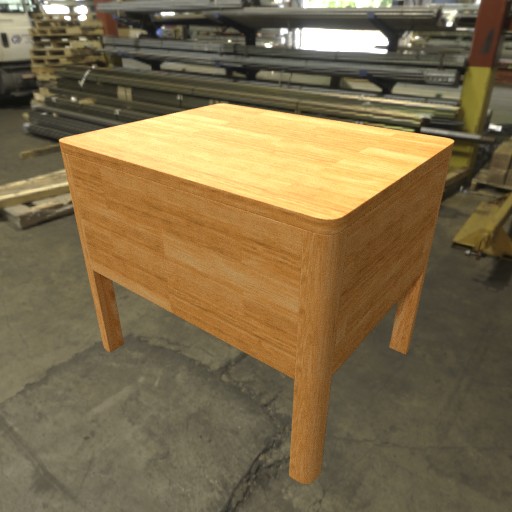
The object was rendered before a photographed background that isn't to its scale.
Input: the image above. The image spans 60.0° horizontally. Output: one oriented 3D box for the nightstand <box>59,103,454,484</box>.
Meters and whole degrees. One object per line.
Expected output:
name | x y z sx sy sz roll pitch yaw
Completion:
nightstand | 0.000 0.000 0.897 0.560 0.470 0.440 21 35 33
